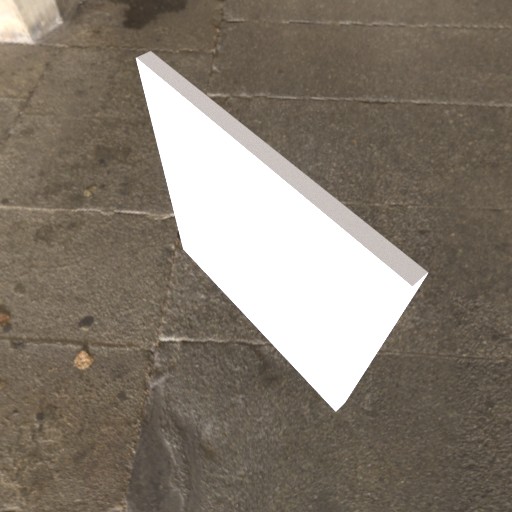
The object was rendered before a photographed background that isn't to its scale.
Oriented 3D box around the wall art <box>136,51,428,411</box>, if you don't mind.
[{"bbox_3d":[0.000,0.000,0.843,0.028,0.559,0.559,-36,64,-21],"label":"wall art"}]
